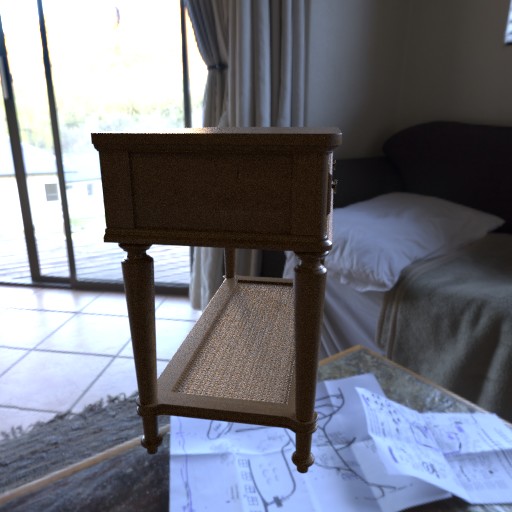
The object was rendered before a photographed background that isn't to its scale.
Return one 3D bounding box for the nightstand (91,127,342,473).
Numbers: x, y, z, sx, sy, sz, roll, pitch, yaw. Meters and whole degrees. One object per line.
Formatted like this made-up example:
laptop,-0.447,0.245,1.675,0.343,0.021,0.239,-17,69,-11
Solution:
nightstand,0.000,0.000,1.271,0.432,0.700,0.914,3,17,9
